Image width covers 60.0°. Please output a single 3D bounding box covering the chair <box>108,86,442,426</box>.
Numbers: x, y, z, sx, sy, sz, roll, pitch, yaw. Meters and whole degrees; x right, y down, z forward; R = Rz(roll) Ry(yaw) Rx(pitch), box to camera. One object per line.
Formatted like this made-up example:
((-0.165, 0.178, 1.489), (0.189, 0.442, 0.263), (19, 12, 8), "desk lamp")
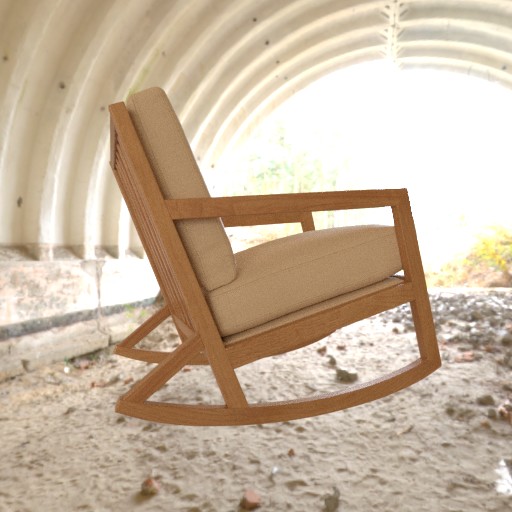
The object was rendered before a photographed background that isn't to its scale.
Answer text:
((0.000, 0.000, 1.363), (0.857, 0.790, 0.622), (0, 0, -18), "chair")
